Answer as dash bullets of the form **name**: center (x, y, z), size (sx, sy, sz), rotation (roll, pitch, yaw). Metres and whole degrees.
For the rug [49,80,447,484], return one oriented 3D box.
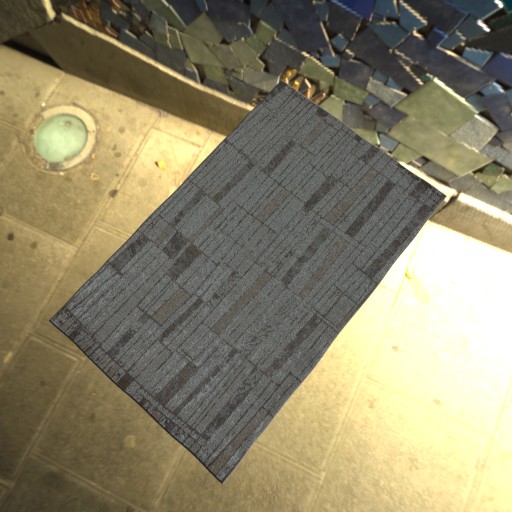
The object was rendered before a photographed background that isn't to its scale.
- **rug**: center (0.000, 0.000, 3.045), size (1.531, 0.023, 2.444), rotation (39, 77, 10)
